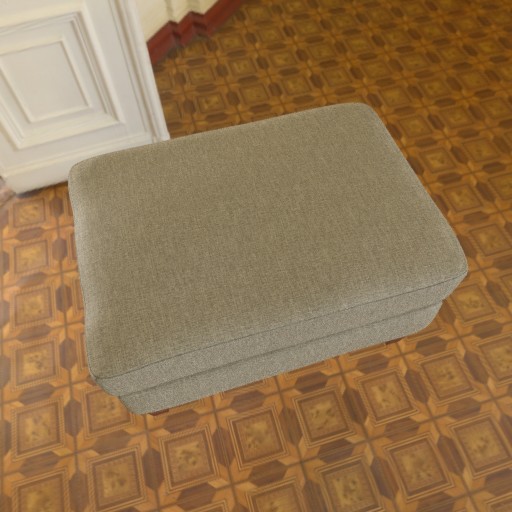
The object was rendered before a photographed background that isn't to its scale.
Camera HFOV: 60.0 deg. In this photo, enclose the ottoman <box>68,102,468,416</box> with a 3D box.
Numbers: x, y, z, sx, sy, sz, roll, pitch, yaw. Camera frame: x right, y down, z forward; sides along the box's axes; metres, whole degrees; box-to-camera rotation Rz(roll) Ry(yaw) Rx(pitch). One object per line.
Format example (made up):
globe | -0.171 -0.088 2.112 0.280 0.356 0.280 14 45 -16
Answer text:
ottoman | 0.000 0.000 1.243 0.873 0.494 0.639 -15 60 -9
